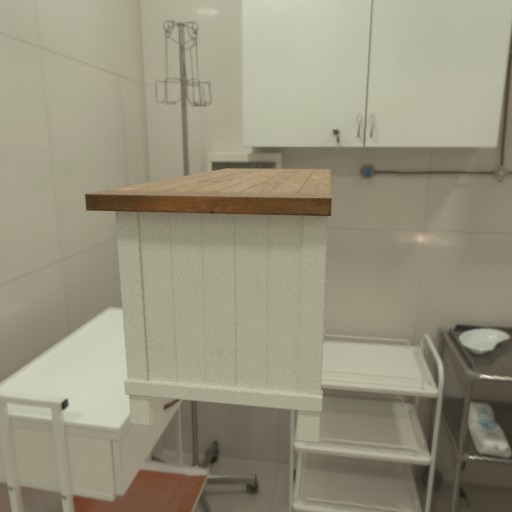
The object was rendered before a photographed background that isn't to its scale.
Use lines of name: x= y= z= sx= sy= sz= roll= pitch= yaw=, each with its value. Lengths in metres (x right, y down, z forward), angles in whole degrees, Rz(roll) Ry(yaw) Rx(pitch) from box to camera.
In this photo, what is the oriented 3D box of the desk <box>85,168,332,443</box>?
desk: x=0.000 y=0.000 z=2.155 sx=0.688 sy=0.760 sz=1.803 roll=2 pitch=14 yaw=9
